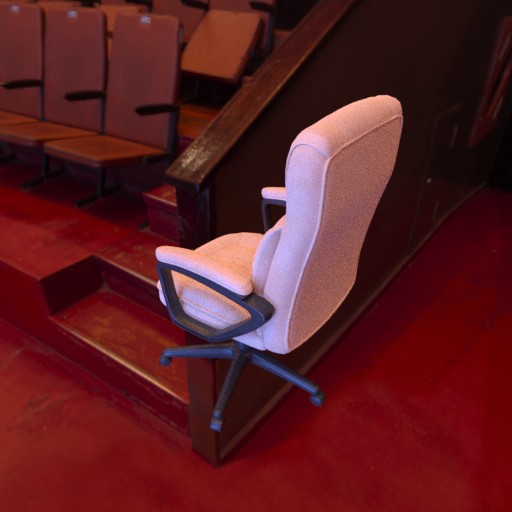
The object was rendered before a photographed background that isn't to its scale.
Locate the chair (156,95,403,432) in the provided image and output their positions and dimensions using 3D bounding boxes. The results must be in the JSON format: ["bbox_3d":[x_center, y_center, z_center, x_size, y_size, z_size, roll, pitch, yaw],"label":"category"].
[{"bbox_3d":[0.000,0.000,1.538,0.724,1.105,0.667,20,37,30],"label":"chair"}]
